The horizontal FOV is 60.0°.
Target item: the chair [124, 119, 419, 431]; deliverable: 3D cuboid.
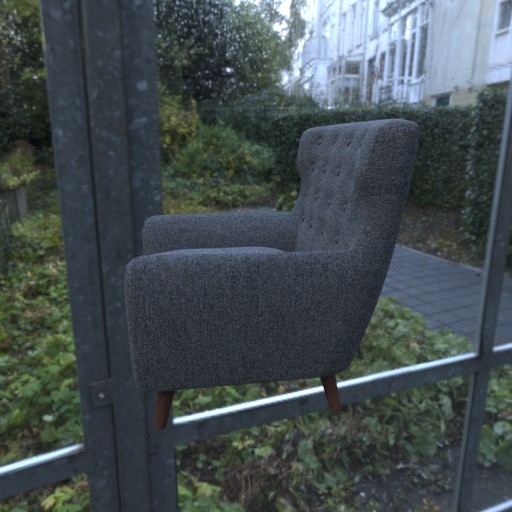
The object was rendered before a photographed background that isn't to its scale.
[{"bbox_3d":[0.000,0.000,1.776,0.940,1.039,0.889,-2,15,-9],"label":"chair"}]
